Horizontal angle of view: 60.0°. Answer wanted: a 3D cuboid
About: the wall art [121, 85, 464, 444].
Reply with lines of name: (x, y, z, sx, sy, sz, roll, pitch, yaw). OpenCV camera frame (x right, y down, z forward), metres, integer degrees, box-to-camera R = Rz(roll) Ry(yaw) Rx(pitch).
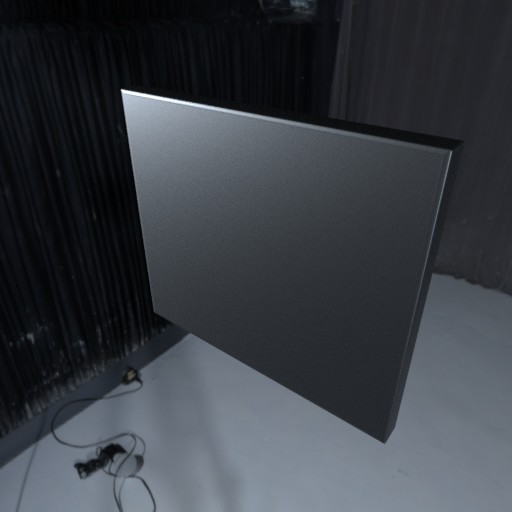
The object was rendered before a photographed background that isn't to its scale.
wall art: (0.000, 0.000, 0.512, 0.380, 0.330, 0.028, 22, 37, 32)
